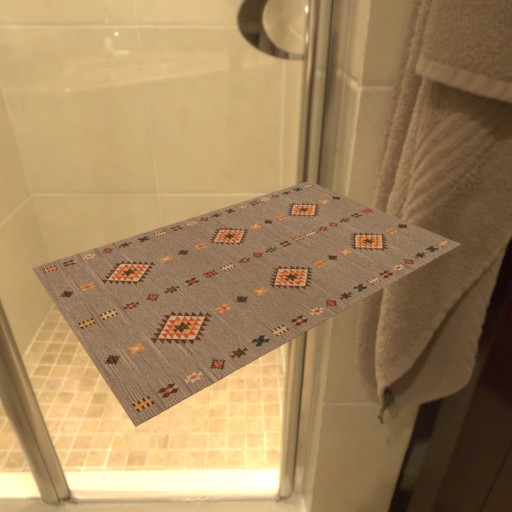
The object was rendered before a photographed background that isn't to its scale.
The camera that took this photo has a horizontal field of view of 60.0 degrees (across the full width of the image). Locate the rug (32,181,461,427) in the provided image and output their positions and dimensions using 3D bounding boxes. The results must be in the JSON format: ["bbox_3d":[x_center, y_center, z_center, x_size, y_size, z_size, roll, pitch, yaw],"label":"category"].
[{"bbox_3d":[0.000,0.000,2.943,2.427,0.007,1.515,-22,37,-32],"label":"rug"}]
